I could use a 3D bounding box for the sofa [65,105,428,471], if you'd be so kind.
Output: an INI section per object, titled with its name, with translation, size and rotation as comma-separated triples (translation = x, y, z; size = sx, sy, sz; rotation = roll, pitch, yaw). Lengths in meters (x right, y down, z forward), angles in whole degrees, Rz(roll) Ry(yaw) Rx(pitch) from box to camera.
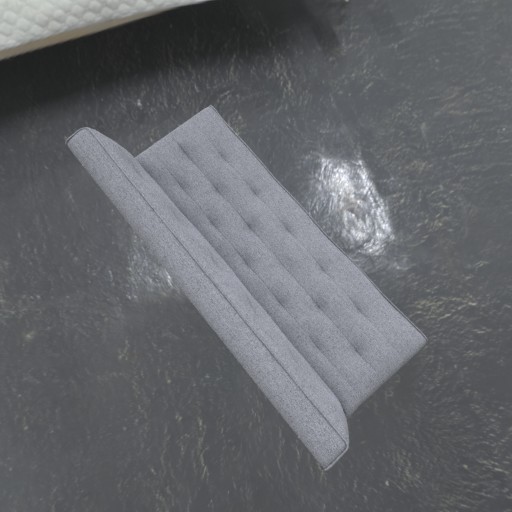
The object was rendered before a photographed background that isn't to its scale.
[sofa]
translation = 0.000, 0.000, 2.299
size = 0.810, 0.830, 1.820
rotation = -39, 78, -10
